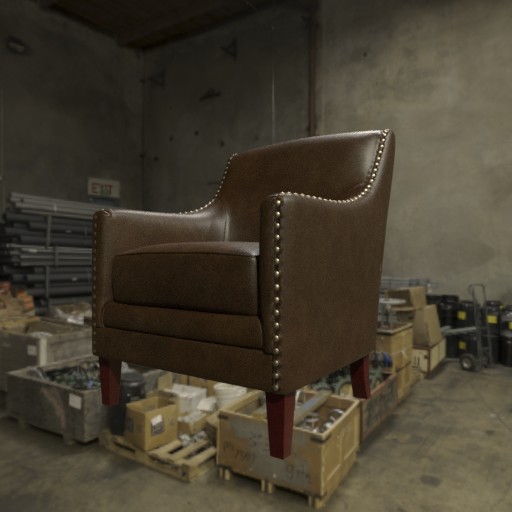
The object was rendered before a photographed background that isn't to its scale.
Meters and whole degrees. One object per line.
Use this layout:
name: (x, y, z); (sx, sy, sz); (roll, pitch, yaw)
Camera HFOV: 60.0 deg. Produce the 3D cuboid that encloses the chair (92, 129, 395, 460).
chair: (0.000, 0.000, 1.313); (0.639, 0.813, 0.704); (0, 0, 35)
